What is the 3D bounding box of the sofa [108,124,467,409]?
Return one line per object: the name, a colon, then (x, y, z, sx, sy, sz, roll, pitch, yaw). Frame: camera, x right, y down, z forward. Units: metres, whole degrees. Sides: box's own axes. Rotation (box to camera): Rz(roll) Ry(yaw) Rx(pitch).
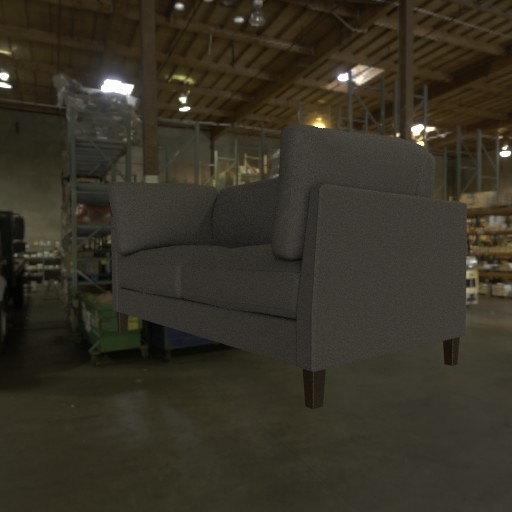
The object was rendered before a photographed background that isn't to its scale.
sofa: (0.000, 0.000, 2.268, 0.969, 0.920, 1.751, -1, 1, -38)
